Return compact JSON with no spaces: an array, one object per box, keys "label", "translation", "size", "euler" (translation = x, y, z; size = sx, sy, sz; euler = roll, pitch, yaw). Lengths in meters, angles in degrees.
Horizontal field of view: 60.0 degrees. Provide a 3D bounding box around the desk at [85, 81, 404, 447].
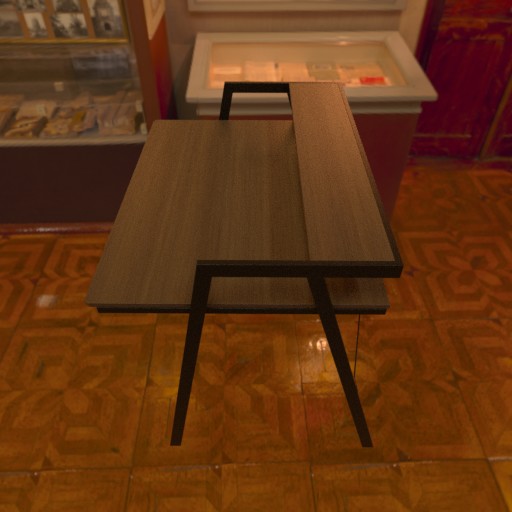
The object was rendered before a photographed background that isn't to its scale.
[{"label":"desk","translation":[0.000,0.000,1.835],"size":[0.936,0.998,1.143],"euler":[0,43,0]}]
